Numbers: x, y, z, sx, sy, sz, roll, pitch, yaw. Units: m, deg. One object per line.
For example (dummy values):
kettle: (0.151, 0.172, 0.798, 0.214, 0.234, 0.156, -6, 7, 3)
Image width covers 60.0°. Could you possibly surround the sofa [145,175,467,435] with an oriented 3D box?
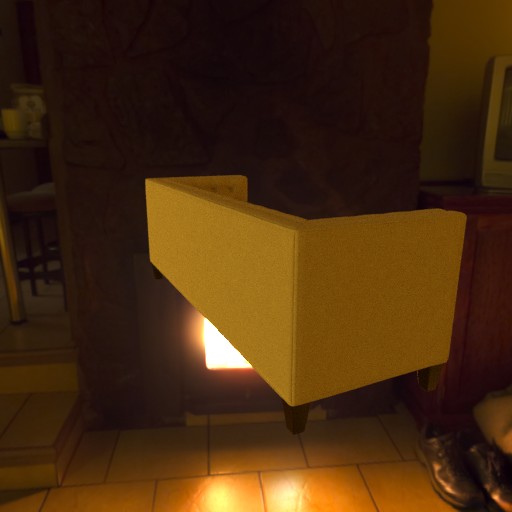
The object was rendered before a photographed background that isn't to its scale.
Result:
sofa: (0.000, 0.000, 2.571, 0.775, 0.762, 2.159, -7, 16, -25)
